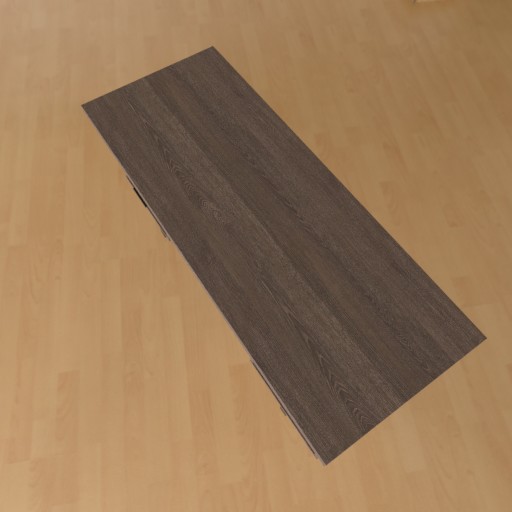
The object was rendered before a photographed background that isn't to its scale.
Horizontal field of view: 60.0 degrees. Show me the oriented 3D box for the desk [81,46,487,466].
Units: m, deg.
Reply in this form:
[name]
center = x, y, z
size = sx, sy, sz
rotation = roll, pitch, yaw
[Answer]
[desk]
center = 0.000, 0.000, 1.844
size = 0.600, 0.760, 1.524
rotation = -31, 67, -15
